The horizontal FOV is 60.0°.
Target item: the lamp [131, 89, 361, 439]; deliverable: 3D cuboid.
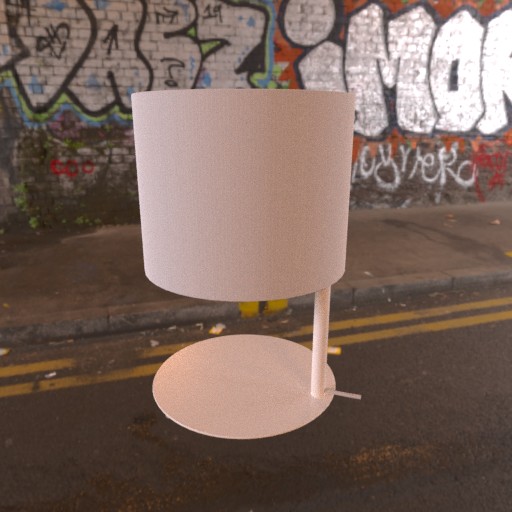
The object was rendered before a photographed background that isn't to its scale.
[{"bbox_3d":[0.000,0.000,0.667,0.341,0.454,0.299,7,19,23],"label":"lamp"}]
